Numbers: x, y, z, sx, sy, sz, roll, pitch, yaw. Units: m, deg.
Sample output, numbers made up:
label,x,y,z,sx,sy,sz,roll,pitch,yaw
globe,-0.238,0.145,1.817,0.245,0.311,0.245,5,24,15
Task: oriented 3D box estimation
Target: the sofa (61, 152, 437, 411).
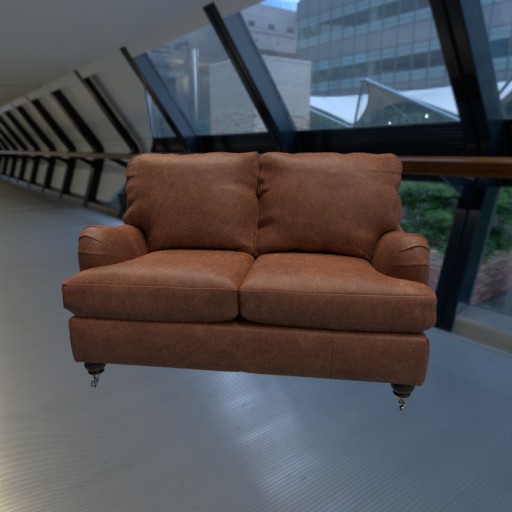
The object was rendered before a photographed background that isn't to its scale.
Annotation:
label,x,y,z,sx,sy,sz,roll,pitch,yaw
sofa,0.000,0.000,2.211,1.527,1.004,1.077,2,15,8
